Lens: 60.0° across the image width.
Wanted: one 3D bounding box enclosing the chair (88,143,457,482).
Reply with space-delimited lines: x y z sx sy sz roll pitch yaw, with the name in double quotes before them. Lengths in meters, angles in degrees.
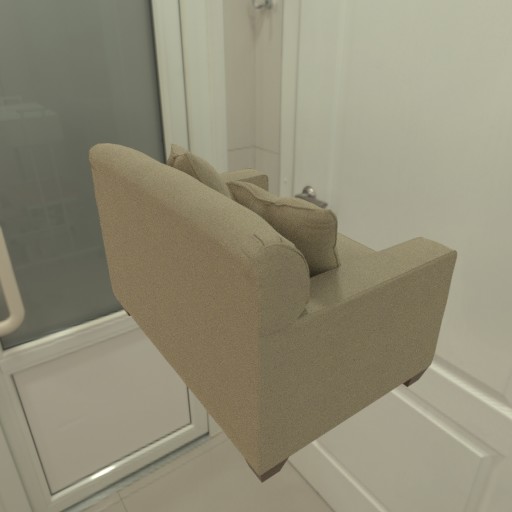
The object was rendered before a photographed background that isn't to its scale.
"chair" 0.000 0.000 2.016 1.000 0.948 1.383 -18 32 -31
